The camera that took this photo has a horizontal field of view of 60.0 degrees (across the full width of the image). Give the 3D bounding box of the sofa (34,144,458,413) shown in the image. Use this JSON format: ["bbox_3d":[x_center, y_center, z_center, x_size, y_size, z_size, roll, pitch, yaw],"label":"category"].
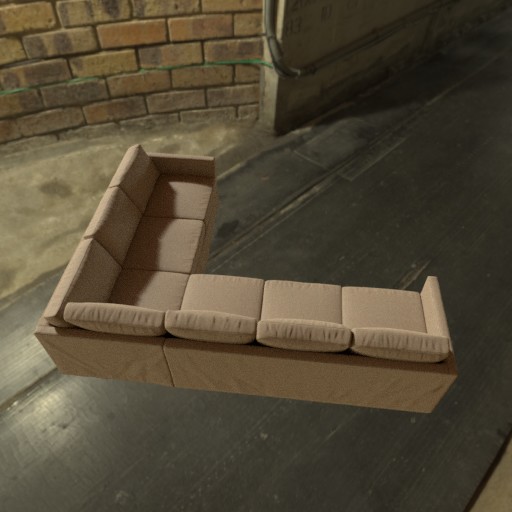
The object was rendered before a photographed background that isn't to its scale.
[{"bbox_3d":[0.000,0.000,4.249,3.182,0.871,2.432,5,48,4],"label":"sofa"}]
